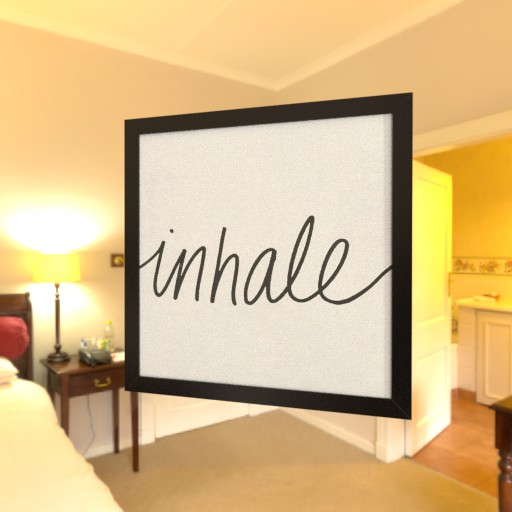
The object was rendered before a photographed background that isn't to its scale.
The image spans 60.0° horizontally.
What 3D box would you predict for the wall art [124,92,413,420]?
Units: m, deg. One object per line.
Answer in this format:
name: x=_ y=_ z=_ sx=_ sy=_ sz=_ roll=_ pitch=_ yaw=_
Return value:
wall art: x=0.000 y=0.000 z=0.670 sx=0.446 sy=0.445 sz=0.014 roll=0 pitch=0 yaw=16
